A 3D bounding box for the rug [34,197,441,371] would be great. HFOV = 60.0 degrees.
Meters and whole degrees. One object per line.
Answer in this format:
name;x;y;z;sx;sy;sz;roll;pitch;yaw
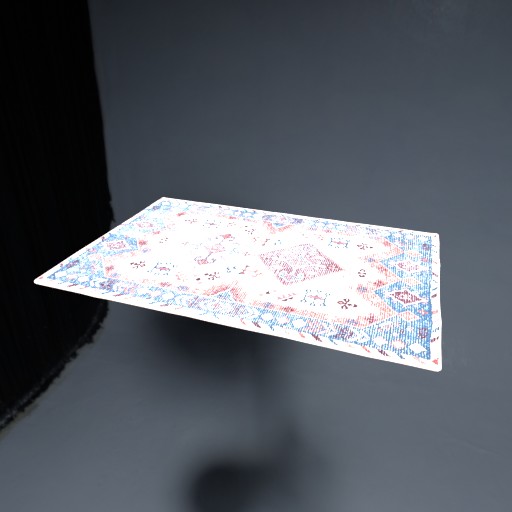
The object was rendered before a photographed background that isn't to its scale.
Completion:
rug;0.000;0.000;2.356;1.840;0.015;1.225;9;29;17
